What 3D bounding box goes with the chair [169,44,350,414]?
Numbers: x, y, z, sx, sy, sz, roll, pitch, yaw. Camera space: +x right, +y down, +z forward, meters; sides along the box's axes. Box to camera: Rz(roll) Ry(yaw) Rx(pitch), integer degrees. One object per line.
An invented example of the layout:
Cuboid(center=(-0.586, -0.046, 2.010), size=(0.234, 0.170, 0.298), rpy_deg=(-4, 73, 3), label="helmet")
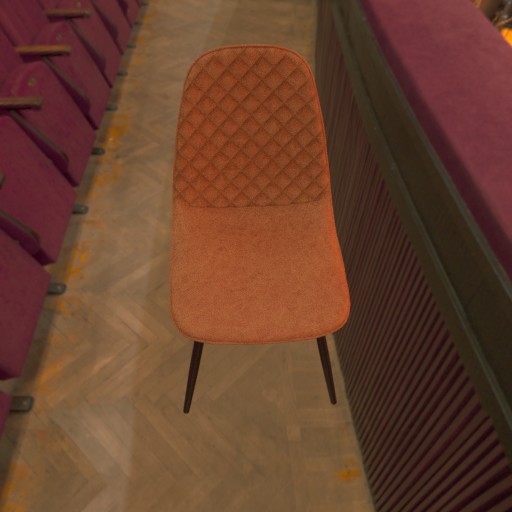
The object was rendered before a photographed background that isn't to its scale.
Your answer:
Cuboid(center=(0.000, 0.000, 1.188), size=(0.472, 0.889, 0.561), rpy_deg=(-3, 47, -2), label="chair")
